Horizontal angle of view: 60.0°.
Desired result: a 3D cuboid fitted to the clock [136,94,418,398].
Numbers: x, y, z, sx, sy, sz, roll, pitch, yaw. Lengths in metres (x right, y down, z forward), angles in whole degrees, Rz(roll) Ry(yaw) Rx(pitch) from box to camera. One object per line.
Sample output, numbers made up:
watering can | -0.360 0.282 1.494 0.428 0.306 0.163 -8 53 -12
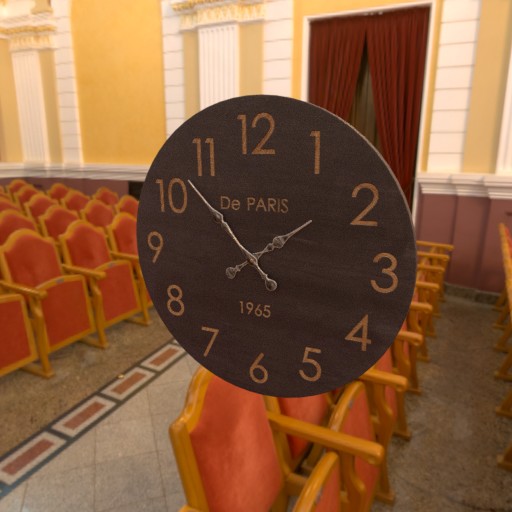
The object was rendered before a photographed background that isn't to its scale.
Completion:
clock | 0.000 0.000 0.867 0.595 0.595 0.029 7 16 26
